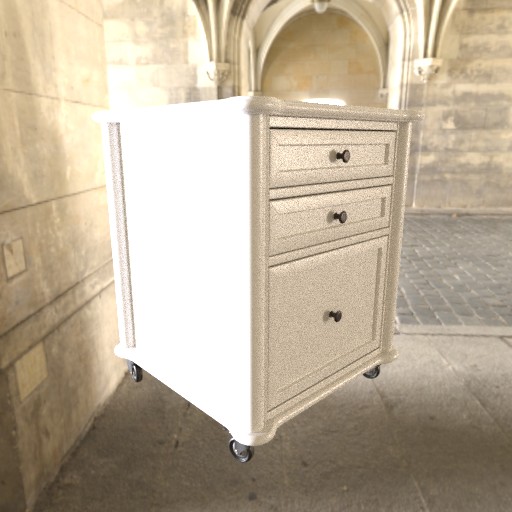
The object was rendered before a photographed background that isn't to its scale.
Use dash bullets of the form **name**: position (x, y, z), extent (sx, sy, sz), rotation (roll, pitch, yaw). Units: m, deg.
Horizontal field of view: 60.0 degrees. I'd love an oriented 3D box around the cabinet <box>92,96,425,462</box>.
- **cabinet**: position (0.000, 0.000, 1.224), extent (0.628, 0.761, 0.627), rotation (-14, 20, -42)
